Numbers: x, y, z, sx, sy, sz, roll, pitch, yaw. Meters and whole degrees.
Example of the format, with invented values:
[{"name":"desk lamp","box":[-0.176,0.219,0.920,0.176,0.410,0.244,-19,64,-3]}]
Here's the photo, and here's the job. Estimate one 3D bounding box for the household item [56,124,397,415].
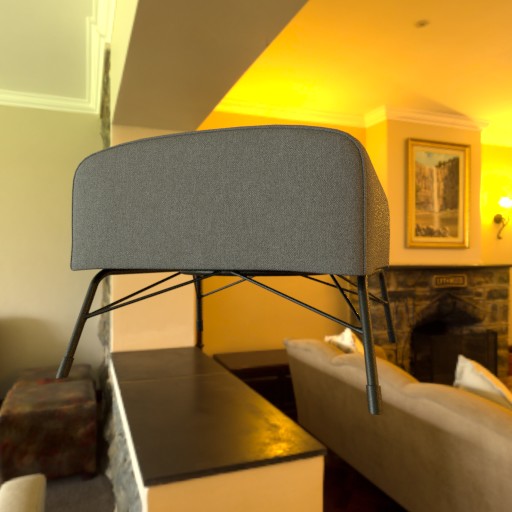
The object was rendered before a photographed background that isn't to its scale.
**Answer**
[{"name":"household item","box":[0.000,0.000,0.902,0.530,0.410,0.530,0,0,20]}]
